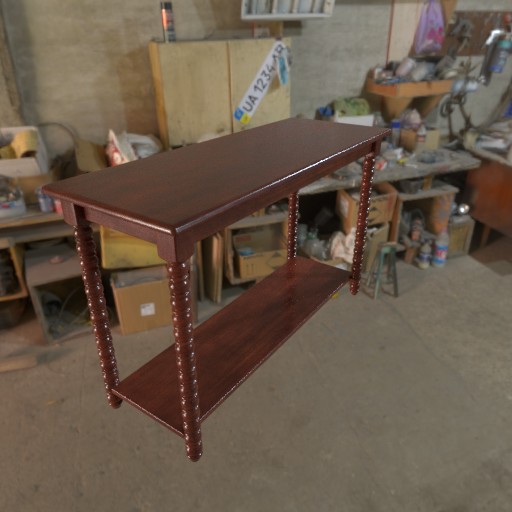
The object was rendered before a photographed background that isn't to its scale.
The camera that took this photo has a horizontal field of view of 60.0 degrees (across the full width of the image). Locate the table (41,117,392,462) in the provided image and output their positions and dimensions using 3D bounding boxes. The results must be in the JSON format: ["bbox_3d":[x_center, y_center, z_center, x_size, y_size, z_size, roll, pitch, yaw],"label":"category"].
[{"bbox_3d":[0.000,0.000,1.555,0.459,0.740,1.184,18,32,31],"label":"table"}]
